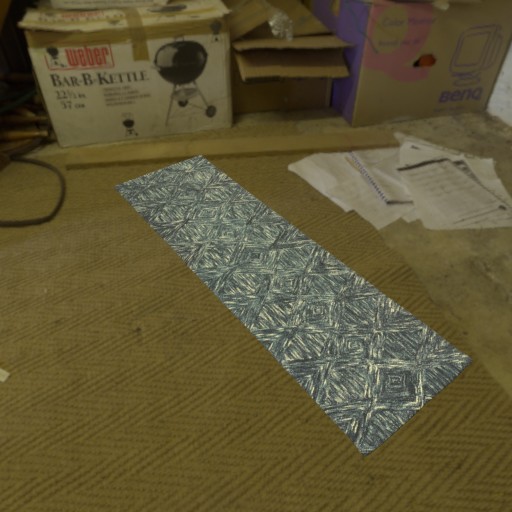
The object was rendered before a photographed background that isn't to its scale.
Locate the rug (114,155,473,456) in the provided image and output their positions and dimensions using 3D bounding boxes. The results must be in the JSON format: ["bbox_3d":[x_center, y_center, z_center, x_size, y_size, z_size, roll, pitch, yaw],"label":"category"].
[{"bbox_3d":[0.000,0.000,2.509,0.719,0.013,2.306,-27,49,-27],"label":"rug"}]
